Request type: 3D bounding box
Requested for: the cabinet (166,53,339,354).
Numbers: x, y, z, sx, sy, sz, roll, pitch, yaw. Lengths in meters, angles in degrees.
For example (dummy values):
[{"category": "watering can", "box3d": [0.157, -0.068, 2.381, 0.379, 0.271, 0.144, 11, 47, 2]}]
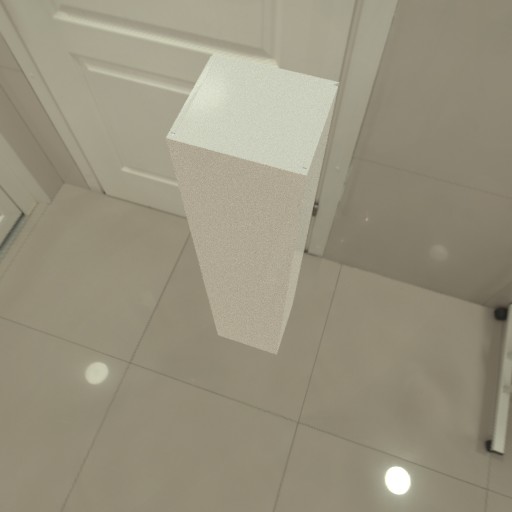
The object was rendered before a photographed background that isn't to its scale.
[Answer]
[{"category": "cabinet", "box3d": [0.000, 0.000, 1.572, 0.300, 1.400, 0.270, 17, 65, 8]}]
